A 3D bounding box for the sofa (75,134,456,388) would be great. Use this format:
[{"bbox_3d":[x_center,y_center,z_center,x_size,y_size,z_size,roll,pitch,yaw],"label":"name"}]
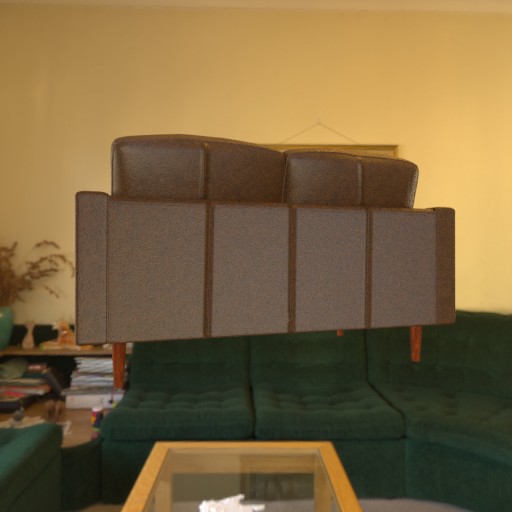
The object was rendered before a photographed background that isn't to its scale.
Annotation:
[{"bbox_3d":[0.000,0.000,2.156,1.578,0.951,0.909,0,0,-18],"label":"sofa"}]
